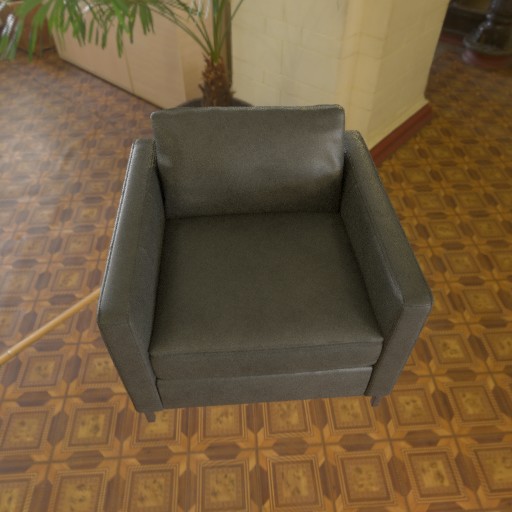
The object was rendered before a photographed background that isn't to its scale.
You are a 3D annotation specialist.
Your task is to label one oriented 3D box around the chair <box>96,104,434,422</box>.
[{"bbox_3d":[0.000,0.000,1.509,0.967,0.824,0.861,-3,46,-3],"label":"chair"}]
